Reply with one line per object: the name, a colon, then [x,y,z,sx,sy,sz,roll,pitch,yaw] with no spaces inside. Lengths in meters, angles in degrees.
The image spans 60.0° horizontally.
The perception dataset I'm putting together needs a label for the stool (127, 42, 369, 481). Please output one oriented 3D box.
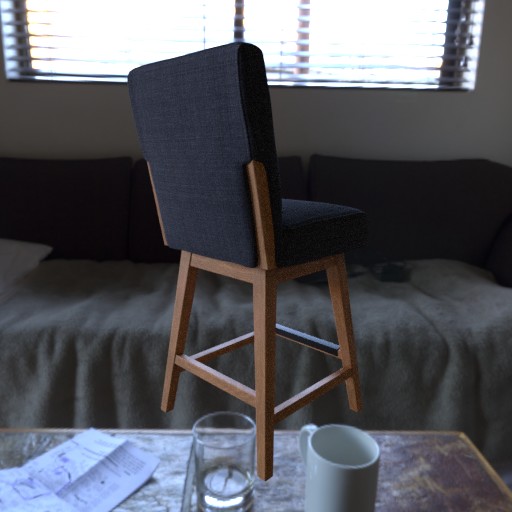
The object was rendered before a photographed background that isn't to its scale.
stool: [0.000,0.000,1.278,0.459,1.010,0.526,12,18,43]
